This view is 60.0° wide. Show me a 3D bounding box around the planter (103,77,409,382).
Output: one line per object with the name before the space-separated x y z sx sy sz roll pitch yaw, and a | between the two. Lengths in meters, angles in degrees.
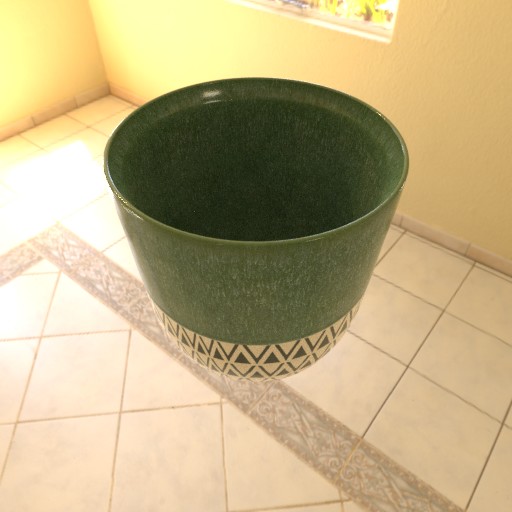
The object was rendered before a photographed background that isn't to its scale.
planter | 0.000 0.000 0.365 0.195 0.214 0.195 0 46 0
